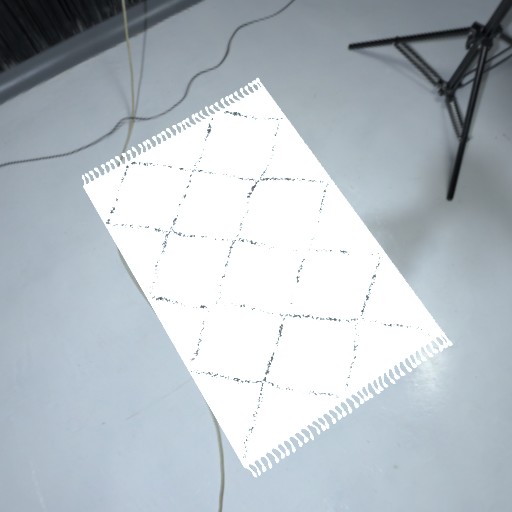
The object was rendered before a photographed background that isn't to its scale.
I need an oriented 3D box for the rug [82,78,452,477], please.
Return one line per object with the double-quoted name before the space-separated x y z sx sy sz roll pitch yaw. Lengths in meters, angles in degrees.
"rug" 0.000 0.000 2.950 1.494 0.031 2.307 -31 77 -8
